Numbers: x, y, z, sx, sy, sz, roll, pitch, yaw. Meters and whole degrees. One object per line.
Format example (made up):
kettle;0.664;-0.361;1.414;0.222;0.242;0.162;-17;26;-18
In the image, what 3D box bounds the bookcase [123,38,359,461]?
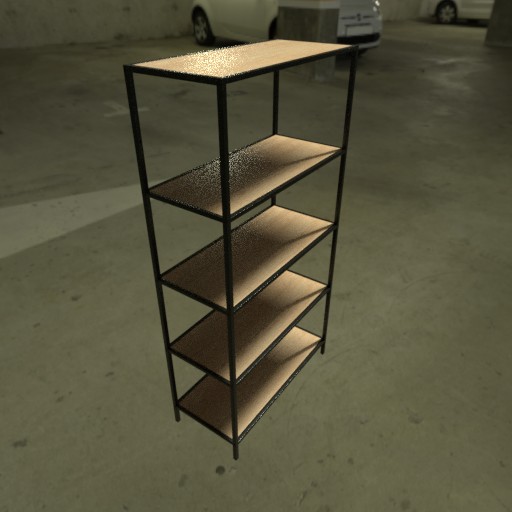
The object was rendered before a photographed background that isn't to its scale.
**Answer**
bookcase;0.000;0.000;1.791;0.350;1.500;0.770;21;38;30
